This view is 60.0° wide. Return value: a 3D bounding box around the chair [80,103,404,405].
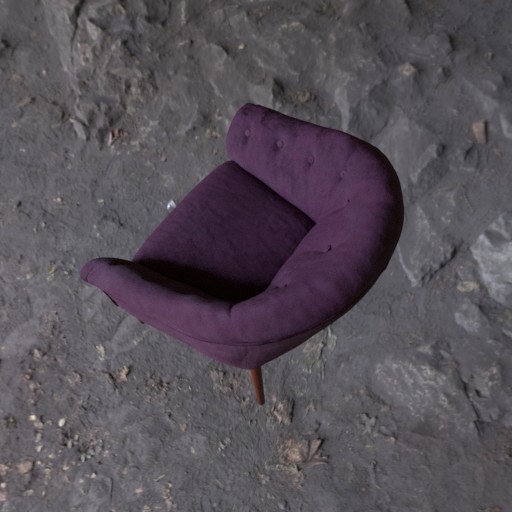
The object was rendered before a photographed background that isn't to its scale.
[{"bbox_3d":[0.000,0.000,1.512,0.776,0.885,0.851,33,68,15],"label":"chair"}]
